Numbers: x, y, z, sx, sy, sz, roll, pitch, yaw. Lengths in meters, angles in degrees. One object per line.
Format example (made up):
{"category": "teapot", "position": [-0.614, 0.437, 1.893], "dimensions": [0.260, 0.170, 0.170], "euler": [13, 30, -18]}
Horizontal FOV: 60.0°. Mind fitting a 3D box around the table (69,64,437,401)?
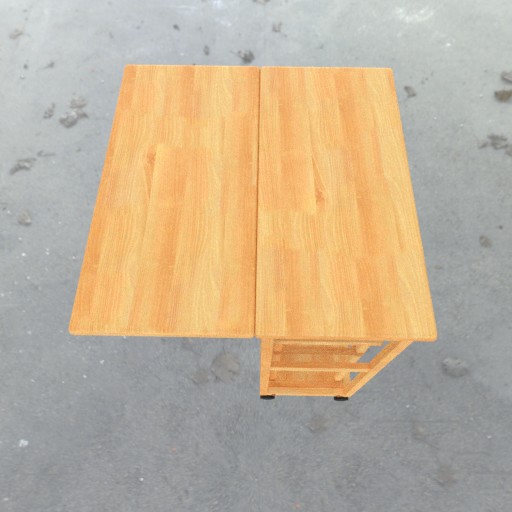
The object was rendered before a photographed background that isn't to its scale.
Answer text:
{"category": "table", "position": [0.000, 0.000, 1.364], "dimensions": [0.693, 0.832, 0.752], "euler": [1, 63, 0]}
